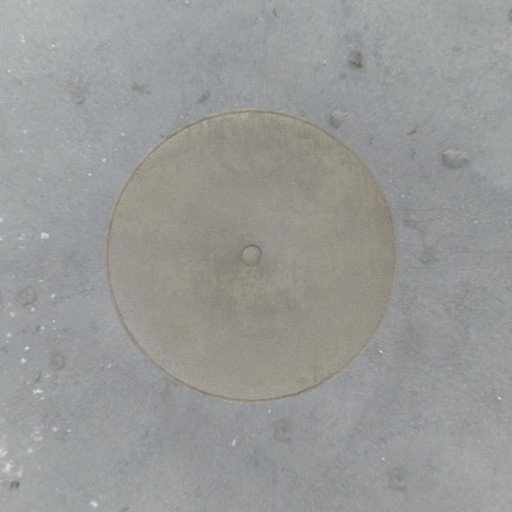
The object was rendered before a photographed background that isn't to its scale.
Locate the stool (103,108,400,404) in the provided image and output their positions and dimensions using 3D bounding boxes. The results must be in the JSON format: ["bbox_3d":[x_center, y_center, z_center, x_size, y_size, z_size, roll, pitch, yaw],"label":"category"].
[{"bbox_3d":[0.000,0.000,0.862,0.423,0.538,0.457,0,89,0],"label":"stool"}]
